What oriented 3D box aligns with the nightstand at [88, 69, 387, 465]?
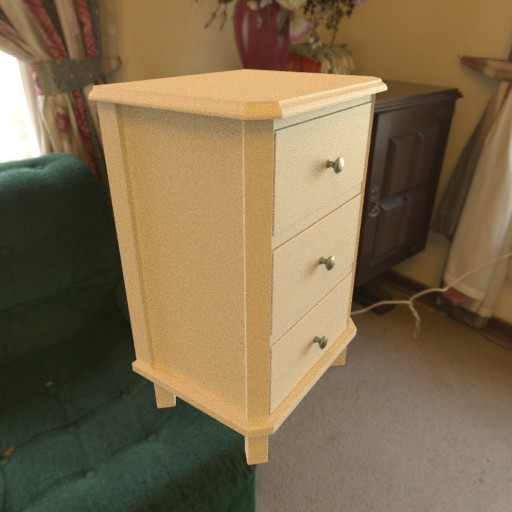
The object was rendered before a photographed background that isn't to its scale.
[{"bbox_3d":[0.000,0.000,0.925,0.351,0.681,0.435,18,32,31],"label":"nightstand"}]
